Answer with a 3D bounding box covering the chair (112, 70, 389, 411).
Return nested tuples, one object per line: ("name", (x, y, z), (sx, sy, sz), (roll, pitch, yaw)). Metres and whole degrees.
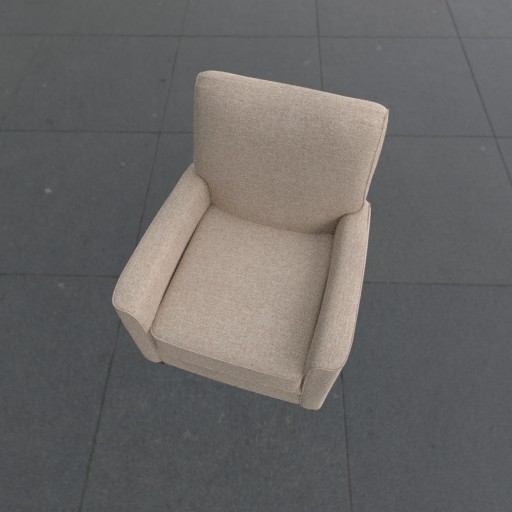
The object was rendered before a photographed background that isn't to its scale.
("chair", (0.000, 0.000, 1.732), (0.841, 1.028, 0.858), (14, 59, 9))
